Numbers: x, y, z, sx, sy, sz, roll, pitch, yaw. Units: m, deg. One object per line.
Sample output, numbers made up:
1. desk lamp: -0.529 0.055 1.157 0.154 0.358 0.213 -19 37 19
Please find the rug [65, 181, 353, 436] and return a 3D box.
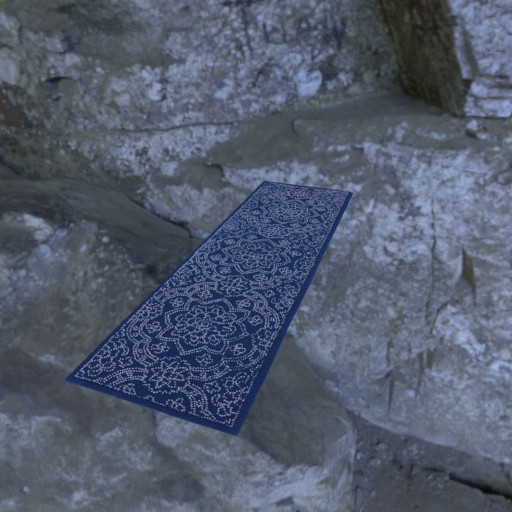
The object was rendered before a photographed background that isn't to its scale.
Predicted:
1. rug: 0.000 0.000 2.689 0.769 0.012 2.448 11 32 18
